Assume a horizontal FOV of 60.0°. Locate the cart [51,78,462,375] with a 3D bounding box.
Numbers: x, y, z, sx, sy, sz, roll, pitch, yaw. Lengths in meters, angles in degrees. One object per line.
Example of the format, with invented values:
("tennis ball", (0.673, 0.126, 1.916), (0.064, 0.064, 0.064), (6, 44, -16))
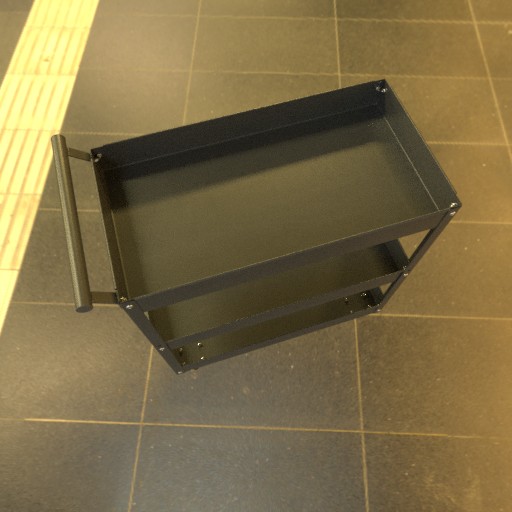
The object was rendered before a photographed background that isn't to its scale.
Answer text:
("cart", (0.000, 0.000, 1.171), (0.719, 0.780, 0.366), (-16, 65, -8))
